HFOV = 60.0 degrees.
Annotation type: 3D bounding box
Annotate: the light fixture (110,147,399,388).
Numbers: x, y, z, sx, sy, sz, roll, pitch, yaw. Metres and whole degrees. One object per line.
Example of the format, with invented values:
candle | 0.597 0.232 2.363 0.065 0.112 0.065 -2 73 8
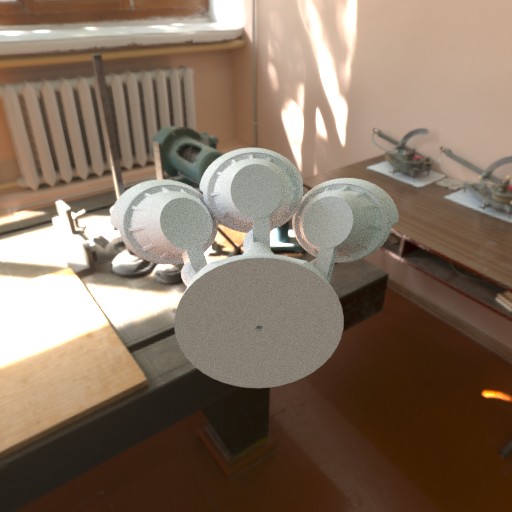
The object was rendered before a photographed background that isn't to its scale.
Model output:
light fixture | 0.000 0.000 0.541 0.369 0.237 0.278 -1 32 -1
